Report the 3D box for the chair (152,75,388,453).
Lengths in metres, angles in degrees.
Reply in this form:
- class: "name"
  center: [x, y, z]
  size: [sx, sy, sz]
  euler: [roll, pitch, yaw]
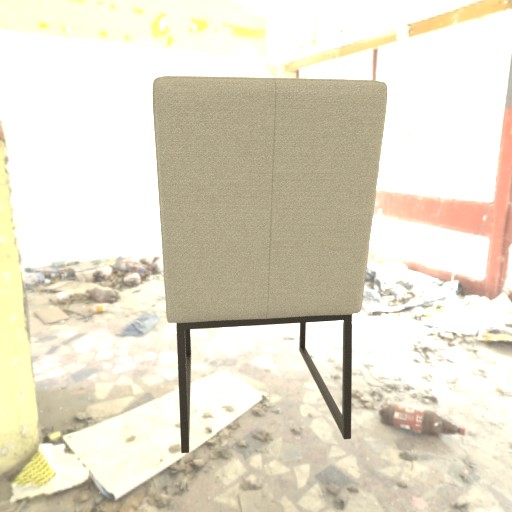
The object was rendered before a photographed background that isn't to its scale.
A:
- class: "chair"
  center: [0.000, 0.000, 1.329]
  size: [0.520, 0.930, 0.634]
  euler: [-2, 14, -7]
